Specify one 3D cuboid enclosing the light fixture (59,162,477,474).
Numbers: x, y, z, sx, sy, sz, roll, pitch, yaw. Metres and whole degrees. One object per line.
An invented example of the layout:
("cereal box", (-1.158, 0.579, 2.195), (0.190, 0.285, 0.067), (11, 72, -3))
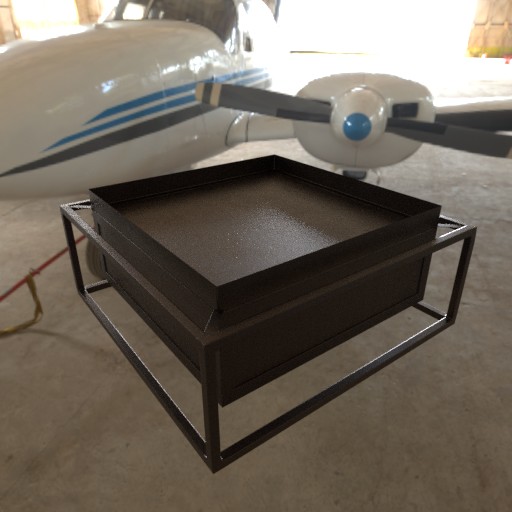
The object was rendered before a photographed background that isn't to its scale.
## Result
("light fixture", (0.000, 0.000, 0.685), (0.441, 0.191, 0.441), (-19, 32, -32))
